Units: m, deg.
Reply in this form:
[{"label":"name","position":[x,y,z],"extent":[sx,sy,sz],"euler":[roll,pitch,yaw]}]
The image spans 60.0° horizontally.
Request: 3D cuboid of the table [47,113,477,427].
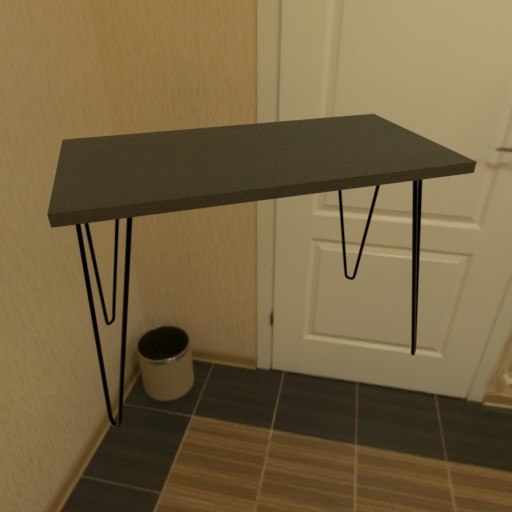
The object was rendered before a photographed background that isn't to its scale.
[{"label":"table","position":[0.000,0.000,1.348],"extent":[0.991,0.660,0.499],"euler":[-9,33,-15]}]
